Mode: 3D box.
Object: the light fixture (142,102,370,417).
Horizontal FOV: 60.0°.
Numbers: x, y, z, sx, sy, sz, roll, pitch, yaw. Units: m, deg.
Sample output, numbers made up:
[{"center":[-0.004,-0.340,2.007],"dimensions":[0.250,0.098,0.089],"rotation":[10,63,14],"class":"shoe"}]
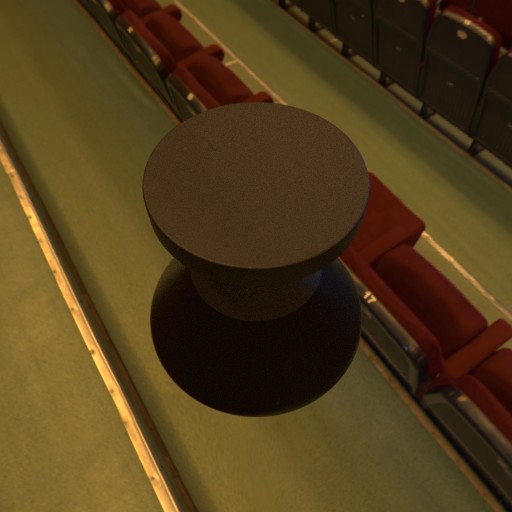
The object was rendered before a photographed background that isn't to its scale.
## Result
[{"center":[0.000,0.000,0.348],"dimensions":[0.200,0.183,0.200],"rotation":[0,56,0],"class":"light fixture"}]
